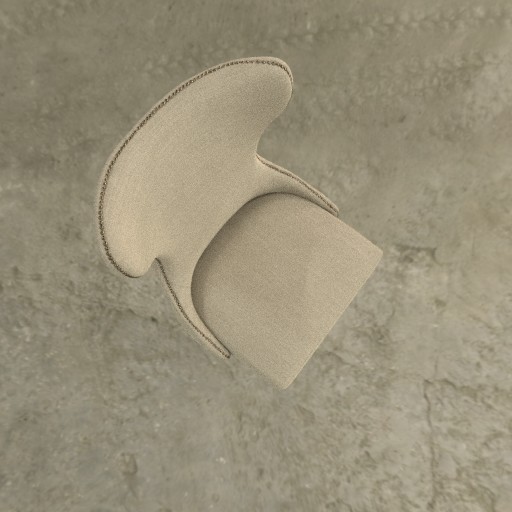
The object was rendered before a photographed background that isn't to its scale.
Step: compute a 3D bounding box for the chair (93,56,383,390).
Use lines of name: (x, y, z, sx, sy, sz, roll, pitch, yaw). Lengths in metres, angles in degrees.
chair: (0.000, 0.000, 1.366, 0.635, 0.967, 0.628, 37, 78, 9)
